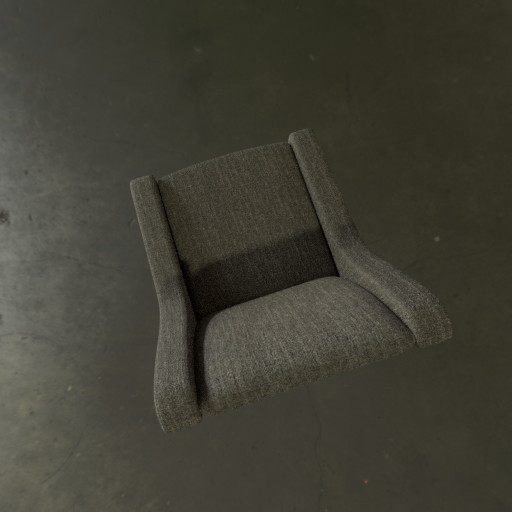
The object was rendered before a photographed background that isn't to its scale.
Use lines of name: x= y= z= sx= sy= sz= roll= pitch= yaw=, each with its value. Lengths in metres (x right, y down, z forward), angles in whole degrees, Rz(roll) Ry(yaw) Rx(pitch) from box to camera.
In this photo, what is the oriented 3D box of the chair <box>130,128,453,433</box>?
chair: x=0.000 y=0.000 z=1.686 sx=0.793 sy=1.012 sz=0.944 roll=-17 pitch=77 yaw=-4
